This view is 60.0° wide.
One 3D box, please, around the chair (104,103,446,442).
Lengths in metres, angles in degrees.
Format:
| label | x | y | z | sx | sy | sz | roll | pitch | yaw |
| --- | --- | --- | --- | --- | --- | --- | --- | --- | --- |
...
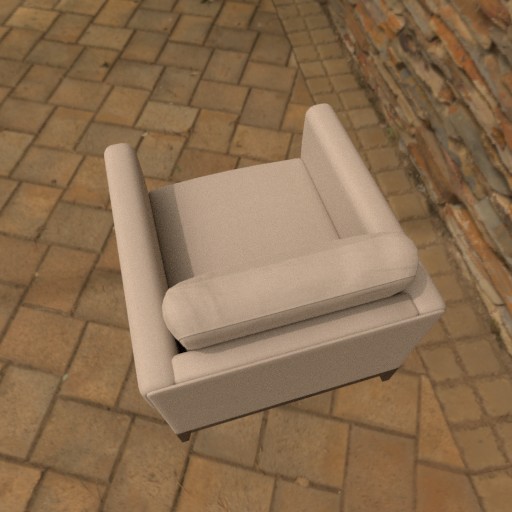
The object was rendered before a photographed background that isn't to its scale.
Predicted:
| label | x | y | z | sx | sy | sz | roll | pitch | yaw |
| --- | --- | --- | --- | --- | --- | --- | --- | --- | --- |
| chair | 0.000 | 0.000 | 1.658 | 0.914 | 0.838 | 0.959 | -14 | 58 | -9 |
